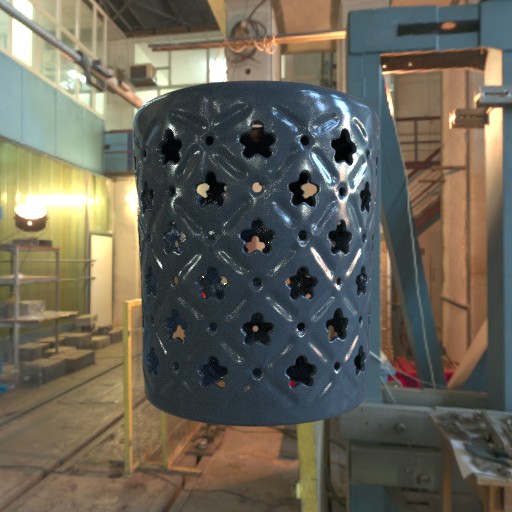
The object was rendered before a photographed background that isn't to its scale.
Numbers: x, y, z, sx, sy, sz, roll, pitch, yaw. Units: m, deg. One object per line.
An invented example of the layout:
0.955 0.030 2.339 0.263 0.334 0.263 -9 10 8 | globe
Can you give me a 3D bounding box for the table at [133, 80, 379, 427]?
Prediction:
0.000 0.000 0.649 0.352 0.387 0.352 0 -1 0 | table
